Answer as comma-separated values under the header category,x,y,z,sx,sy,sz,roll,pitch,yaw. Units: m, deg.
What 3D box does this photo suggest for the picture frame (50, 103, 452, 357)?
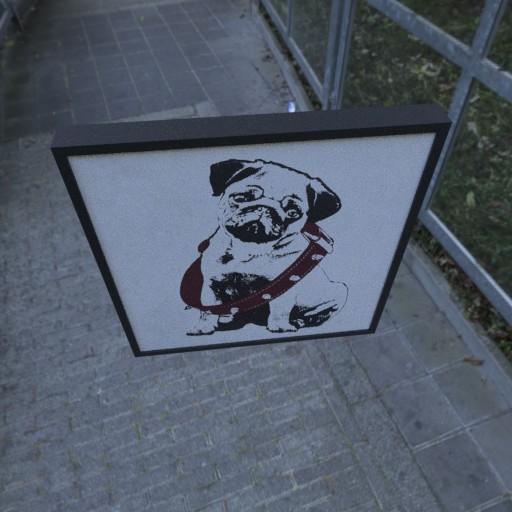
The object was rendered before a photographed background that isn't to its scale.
category,x,y,z,sx,sy,sz,roll,pitch,yaw
picture frame,0.000,0.000,0.475,0.317,0.317,0.030,-5,48,-4
